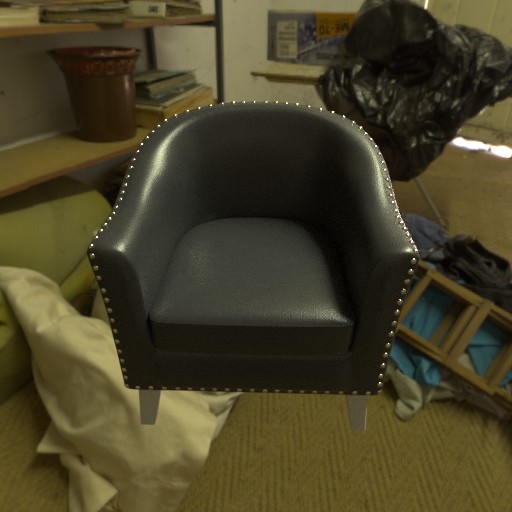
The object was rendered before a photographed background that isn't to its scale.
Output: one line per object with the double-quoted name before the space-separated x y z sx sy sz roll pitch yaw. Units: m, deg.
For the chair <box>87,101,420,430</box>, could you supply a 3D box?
"chair" 0.000 0.000 1.436 0.794 0.823 0.748 1 31 2
